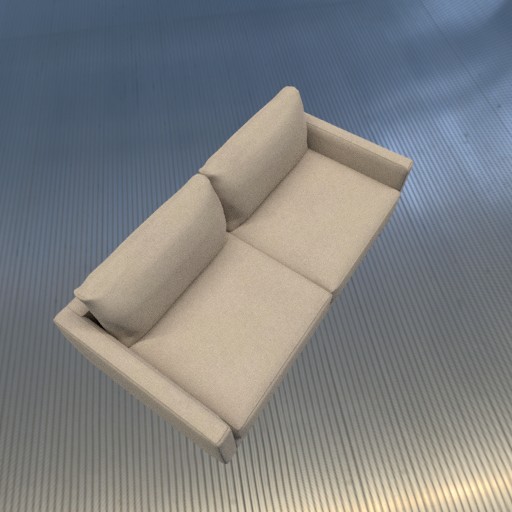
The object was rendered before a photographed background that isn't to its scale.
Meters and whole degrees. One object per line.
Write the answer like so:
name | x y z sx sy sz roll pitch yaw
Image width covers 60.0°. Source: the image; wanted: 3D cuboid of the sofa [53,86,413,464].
sofa | 0.000 0.000 2.187 0.875 0.840 1.682 30 63 18
